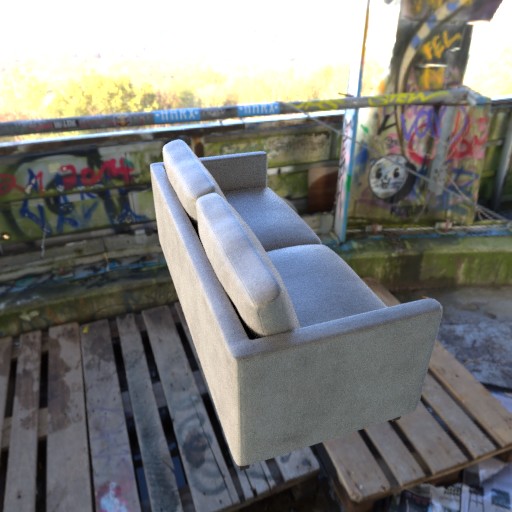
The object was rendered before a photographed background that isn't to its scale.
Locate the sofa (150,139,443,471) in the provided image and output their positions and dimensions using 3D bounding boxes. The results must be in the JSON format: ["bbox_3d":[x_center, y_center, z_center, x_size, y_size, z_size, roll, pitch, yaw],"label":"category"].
[{"bbox_3d":[0.000,0.000,2.718,0.951,0.965,2.208,-10,33,-16],"label":"sofa"}]
